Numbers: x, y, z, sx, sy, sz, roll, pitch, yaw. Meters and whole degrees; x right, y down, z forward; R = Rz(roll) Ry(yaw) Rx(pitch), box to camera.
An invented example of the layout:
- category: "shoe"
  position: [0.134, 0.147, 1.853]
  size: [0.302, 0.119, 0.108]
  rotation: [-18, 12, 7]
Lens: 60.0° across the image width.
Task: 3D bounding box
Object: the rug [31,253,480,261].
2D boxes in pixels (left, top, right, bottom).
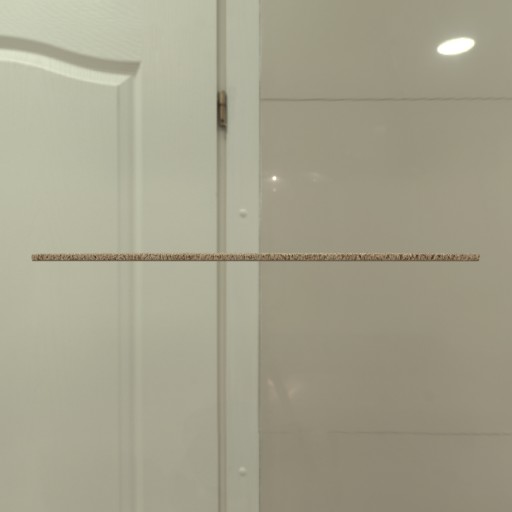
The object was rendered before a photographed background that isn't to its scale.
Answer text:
- category: "rug"
  position: [0.000, 0.000, 2.351]
  size: [1.778, 0.030, 1.219]
  rotation: [0, 1, 1]
